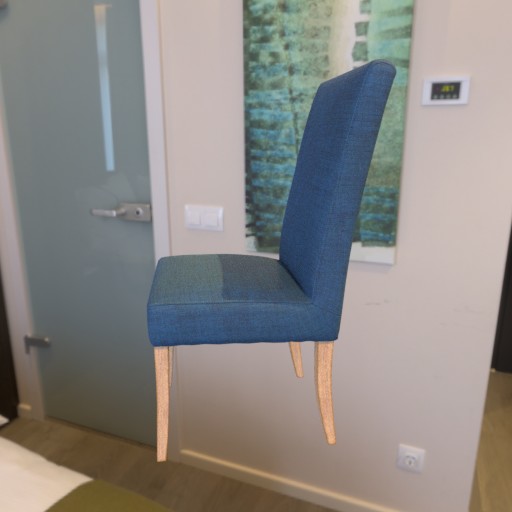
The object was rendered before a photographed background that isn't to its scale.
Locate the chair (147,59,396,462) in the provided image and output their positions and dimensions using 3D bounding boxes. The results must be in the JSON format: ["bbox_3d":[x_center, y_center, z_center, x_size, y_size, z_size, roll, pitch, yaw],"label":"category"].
[{"bbox_3d":[0.000,0.000,1.313,0.610,1.029,0.450,-2,15,-8],"label":"chair"}]
